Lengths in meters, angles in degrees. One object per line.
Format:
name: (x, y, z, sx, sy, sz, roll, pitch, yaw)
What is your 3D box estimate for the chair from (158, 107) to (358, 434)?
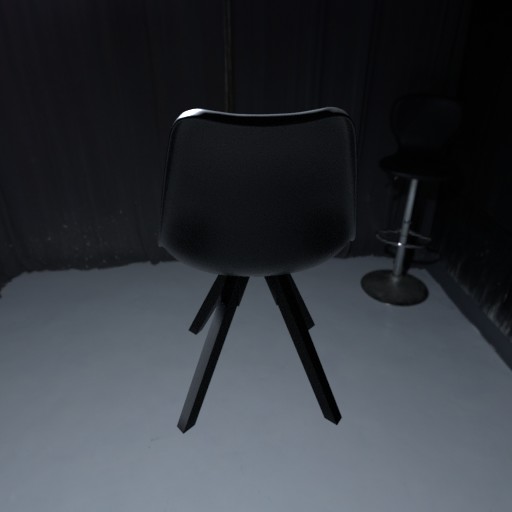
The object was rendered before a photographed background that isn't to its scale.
chair: (0.000, 0.000, 1.171, 0.485, 0.850, 0.530, -2, 30, -3)
